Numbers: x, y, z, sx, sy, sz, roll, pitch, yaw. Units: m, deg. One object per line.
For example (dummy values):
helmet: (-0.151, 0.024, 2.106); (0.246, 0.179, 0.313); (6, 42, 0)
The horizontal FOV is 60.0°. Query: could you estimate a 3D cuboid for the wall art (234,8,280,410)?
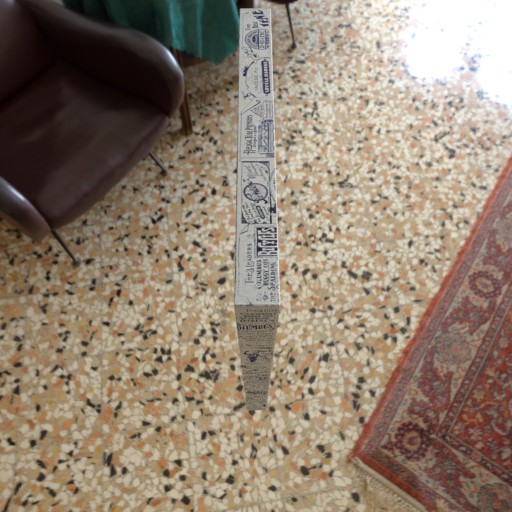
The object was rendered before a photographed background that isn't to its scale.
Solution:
wall art: (0.000, 0.000, 0.744); (0.040, 0.601, 0.408); (0, 63, 0)
